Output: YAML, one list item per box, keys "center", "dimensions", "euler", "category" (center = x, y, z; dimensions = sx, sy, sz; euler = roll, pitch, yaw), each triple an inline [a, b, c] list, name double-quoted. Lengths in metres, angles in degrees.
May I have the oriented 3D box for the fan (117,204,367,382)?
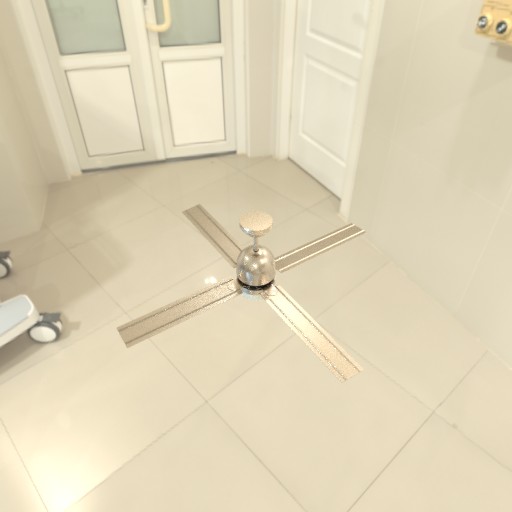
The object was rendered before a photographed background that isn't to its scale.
- center: [0.000, 0.000, 2.041]
  dimensions: [1.346, 0.406, 1.346]
  euler: [-25, 47, -26]
  category: "fan"
